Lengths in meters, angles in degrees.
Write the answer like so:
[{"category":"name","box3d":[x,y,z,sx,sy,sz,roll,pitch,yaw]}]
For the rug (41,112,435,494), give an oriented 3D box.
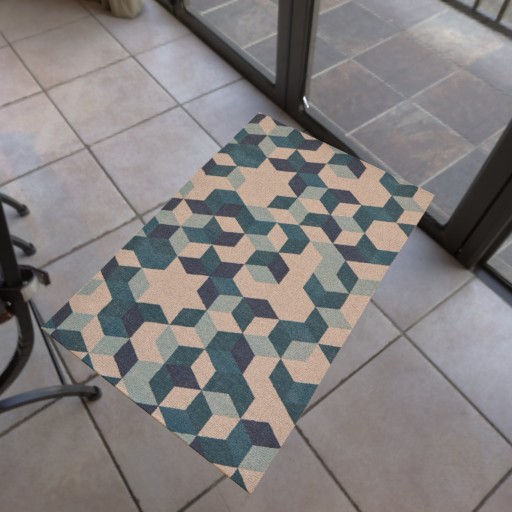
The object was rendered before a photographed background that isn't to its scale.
[{"category":"rug","box3d":[0.000,0.000,2.315,1.235,0.014,1.829,31,63,18]}]
